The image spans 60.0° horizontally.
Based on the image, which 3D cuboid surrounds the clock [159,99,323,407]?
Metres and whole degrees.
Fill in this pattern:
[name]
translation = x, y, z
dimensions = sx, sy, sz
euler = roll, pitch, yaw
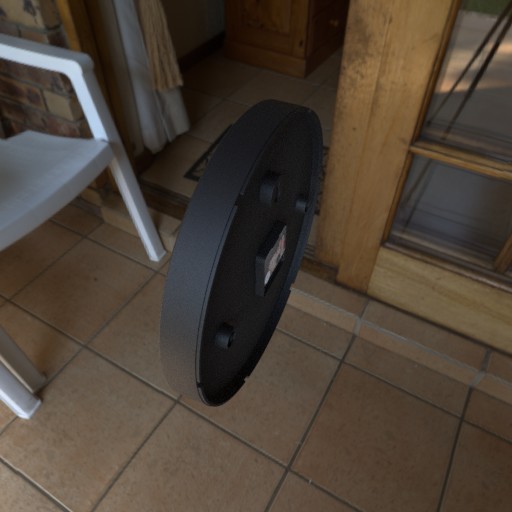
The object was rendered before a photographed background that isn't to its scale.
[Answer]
[clock]
translation = 0.000, 0.000, 0.439
dimensions = 0.040, 0.293, 0.293
euler = 18, 50, 16
